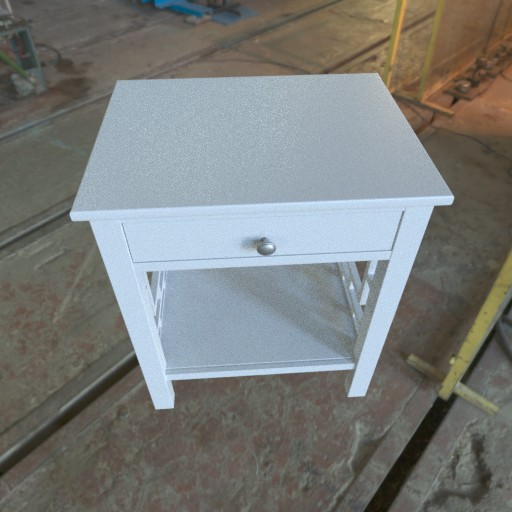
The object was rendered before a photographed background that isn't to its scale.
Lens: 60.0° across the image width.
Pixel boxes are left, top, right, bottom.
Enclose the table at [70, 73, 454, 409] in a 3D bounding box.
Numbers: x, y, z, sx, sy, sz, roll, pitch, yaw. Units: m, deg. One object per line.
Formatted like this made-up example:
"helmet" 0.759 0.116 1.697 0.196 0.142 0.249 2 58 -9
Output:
"table" 0.000 0.000 1.024 0.564 0.646 0.451 -3 45 -3
